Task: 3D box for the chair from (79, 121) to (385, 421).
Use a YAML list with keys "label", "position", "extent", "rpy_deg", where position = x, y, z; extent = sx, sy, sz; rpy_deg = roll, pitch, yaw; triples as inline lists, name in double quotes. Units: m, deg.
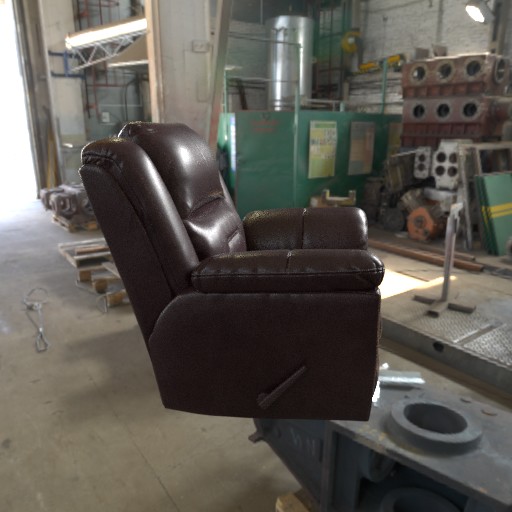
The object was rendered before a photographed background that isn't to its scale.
- label: "chair"
  position: [0.000, 0.000, 1.887]
  extent: [1.041, 1.093, 0.990]
  rpy_deg: [3, 16, 9]
